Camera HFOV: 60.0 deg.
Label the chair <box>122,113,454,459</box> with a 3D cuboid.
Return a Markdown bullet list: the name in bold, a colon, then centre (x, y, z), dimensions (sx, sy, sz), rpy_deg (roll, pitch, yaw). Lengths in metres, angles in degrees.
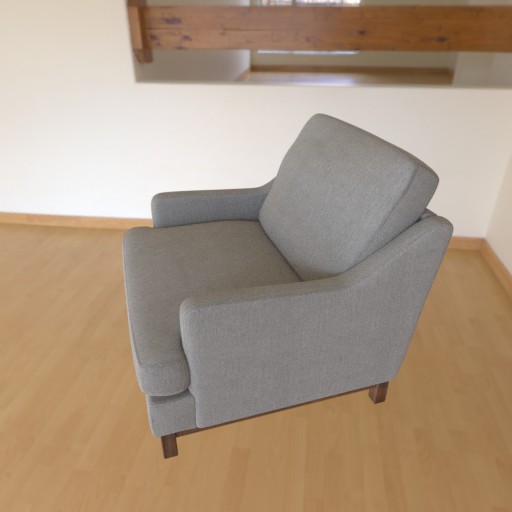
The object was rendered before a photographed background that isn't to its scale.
- **chair**: centre (0.000, 0.000, 1.528), dimensions (0.892, 0.821, 0.826), rpy_deg (-9, 31, -15)
